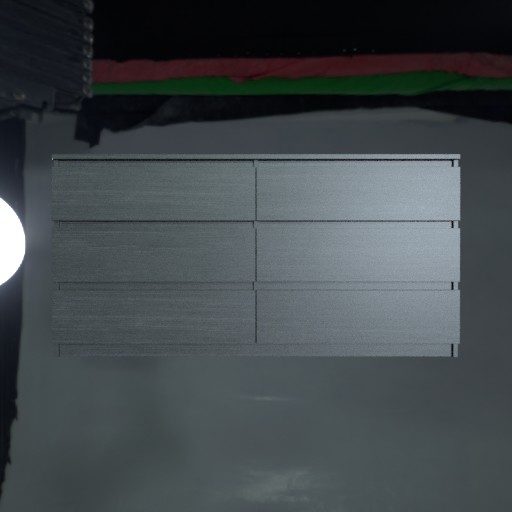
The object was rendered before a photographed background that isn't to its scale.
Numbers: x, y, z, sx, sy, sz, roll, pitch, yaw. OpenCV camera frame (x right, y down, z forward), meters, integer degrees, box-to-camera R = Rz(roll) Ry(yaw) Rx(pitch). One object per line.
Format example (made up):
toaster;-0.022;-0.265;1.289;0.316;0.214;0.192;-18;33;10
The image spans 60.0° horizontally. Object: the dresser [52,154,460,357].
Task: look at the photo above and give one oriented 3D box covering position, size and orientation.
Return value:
dresser;0.000;0.000;1.926;1.590;0.795;0.400;0;0;0
